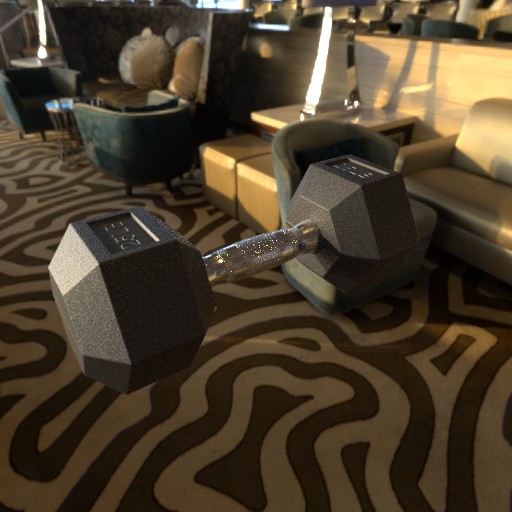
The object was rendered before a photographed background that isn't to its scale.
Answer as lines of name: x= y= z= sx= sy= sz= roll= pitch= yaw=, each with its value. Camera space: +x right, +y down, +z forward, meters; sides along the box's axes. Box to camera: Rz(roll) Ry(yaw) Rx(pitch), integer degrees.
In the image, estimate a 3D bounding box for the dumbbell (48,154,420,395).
dumbbell: x=0.000 y=0.000 z=0.381 sx=0.315 sy=0.113 sz=0.129 roll=-19 pitch=36 yaw=-29
